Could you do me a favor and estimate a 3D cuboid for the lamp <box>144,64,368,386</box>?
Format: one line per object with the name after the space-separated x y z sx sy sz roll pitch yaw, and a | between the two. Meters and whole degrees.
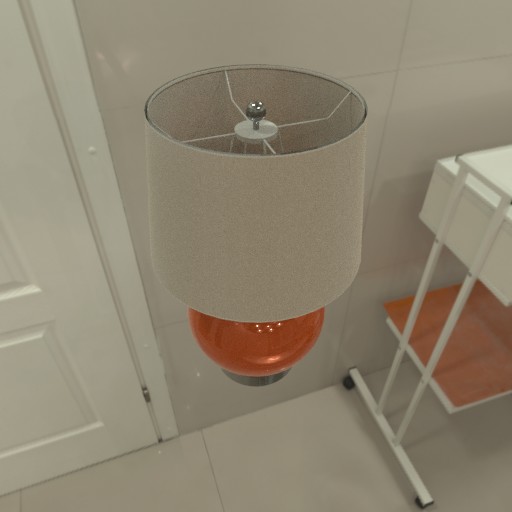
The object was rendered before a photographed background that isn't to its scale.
0.000 0.000 0.542 0.247 0.387 0.247 0 42 0 | lamp
